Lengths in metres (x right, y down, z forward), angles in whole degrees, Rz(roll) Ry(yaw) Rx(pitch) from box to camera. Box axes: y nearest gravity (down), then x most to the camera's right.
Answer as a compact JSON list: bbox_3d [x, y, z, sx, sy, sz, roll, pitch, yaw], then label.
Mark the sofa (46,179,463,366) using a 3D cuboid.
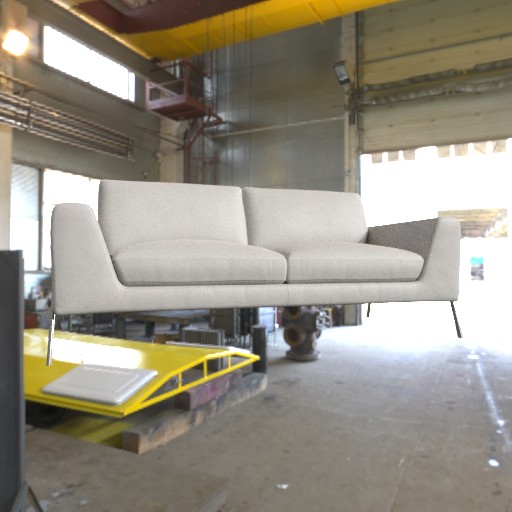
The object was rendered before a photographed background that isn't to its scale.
[{"bbox_3d":[0.000,0.000,2.478,2.017,0.875,0.953,0,-1,-18],"label":"sofa"}]
